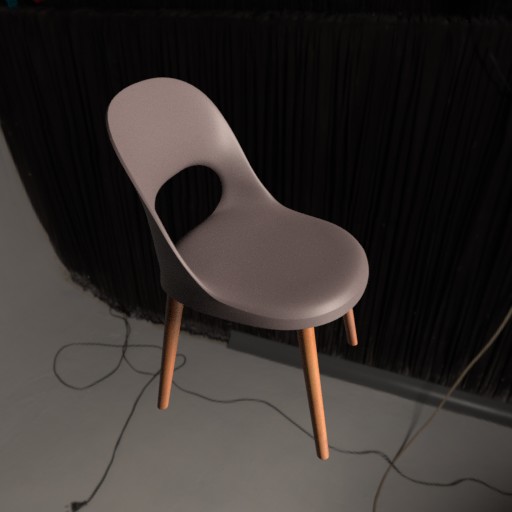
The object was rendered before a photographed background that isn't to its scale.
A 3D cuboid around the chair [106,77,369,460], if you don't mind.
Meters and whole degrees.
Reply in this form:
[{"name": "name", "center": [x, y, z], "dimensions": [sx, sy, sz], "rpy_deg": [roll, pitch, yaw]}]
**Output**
[{"name": "chair", "center": [0.000, 0.000, 1.114], "dimensions": [0.556, 0.794, 0.470], "rpy_deg": [11, 34, 17]}]
